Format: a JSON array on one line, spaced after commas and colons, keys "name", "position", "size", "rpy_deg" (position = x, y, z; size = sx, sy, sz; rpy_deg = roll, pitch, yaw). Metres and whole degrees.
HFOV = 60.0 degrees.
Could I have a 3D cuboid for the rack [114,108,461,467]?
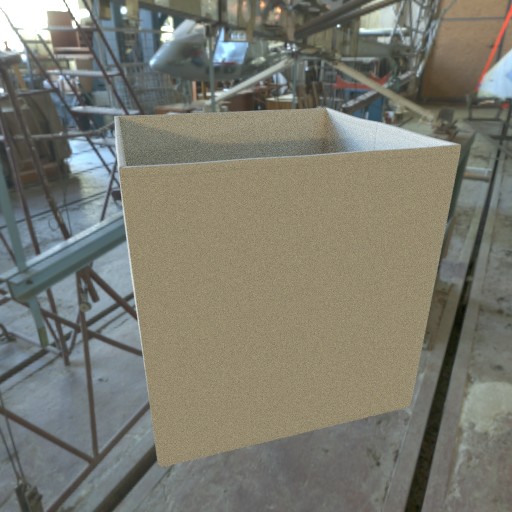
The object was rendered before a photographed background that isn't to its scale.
[{"name": "rack", "position": [0.000, 0.000, 0.493], "size": [0.270, 0.280, 0.270], "rpy_deg": [-7, 26, -15]}]
